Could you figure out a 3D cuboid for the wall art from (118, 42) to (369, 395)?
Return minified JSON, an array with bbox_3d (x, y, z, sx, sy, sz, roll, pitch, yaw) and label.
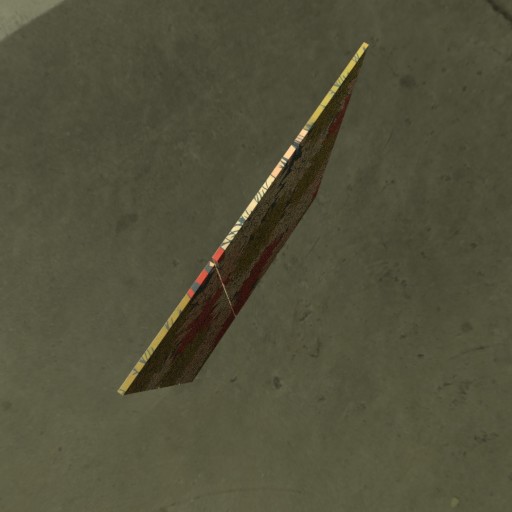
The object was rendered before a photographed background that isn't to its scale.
[{"bbox_3d":[0.000,0.000,1.348,0.013,0.913,0.904,33,78,8],"label":"wall art"}]
